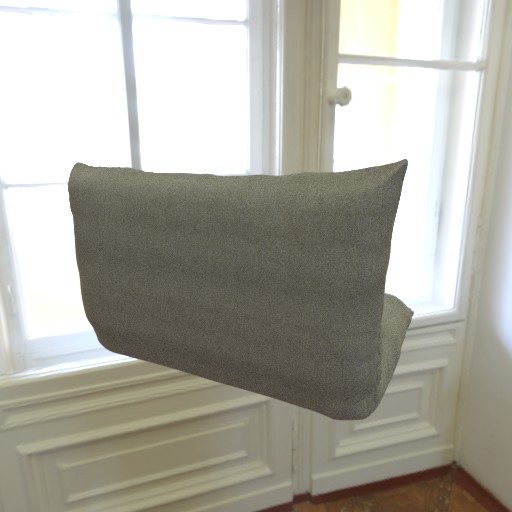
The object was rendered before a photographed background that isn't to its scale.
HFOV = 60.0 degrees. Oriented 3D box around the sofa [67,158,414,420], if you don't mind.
[{"bbox_3d":[0.000,0.000,1.690,1.144,0.795,0.847,8,18,26],"label":"sofa"}]
